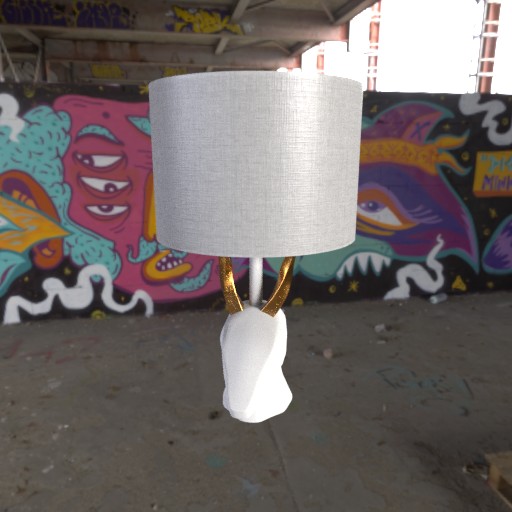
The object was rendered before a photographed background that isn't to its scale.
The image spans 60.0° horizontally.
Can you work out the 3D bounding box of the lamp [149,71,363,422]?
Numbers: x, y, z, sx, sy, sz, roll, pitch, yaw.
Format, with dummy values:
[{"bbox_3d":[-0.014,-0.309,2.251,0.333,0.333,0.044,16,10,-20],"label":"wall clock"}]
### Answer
[{"bbox_3d":[0.000,0.000,0.690,0.298,0.503,0.298,2,14,9],"label":"lamp"}]
